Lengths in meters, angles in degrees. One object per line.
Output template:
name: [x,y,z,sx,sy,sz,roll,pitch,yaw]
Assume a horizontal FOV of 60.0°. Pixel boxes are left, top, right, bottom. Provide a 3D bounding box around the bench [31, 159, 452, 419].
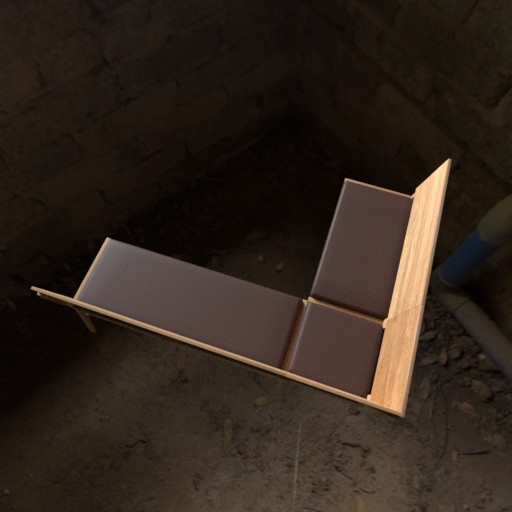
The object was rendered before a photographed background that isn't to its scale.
bench: [0.000,0.000,2.866,1.975,0.890,1.549,16,65,8]
